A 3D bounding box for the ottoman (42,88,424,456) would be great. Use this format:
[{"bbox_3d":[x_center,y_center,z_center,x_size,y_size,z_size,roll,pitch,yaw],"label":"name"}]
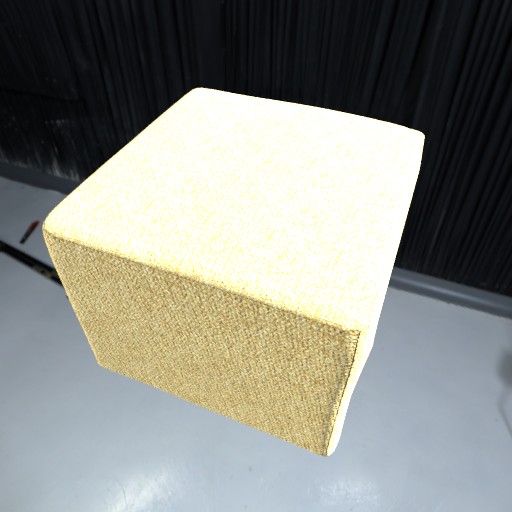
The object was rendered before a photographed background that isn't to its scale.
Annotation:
[{"bbox_3d":[0.000,0.000,0.878,0.505,0.441,0.512,16,48,16],"label":"ottoman"}]
